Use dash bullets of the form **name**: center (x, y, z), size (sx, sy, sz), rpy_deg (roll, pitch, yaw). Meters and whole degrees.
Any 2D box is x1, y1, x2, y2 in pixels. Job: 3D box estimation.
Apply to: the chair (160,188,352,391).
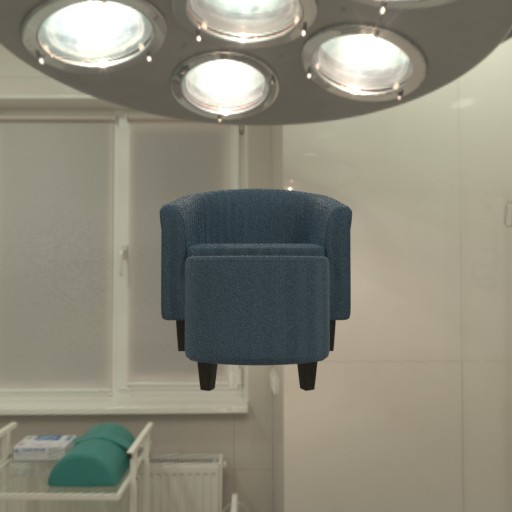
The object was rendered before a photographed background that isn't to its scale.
- **chair**: center (0.000, 0.000, 1.763), size (0.756, 0.757, 1.288), rpy_deg (0, -1, 0)
